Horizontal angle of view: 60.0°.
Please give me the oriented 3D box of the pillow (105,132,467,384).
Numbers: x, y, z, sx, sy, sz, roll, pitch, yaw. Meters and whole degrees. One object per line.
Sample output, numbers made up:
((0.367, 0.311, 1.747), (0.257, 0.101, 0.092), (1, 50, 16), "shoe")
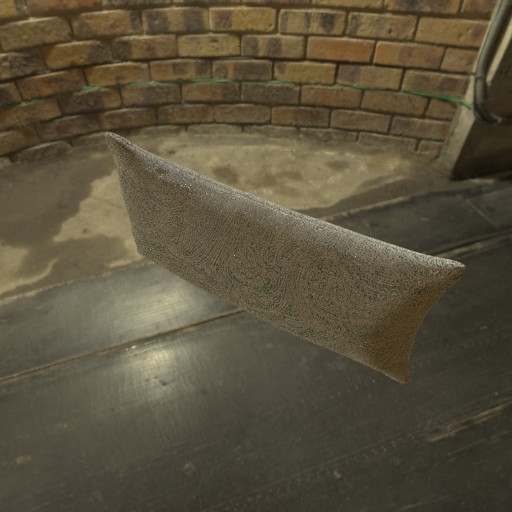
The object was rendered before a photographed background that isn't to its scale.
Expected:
((0.000, 0.000, 0.766), (0.615, 0.295, 0.151), (24, 50, 21), "pillow")
